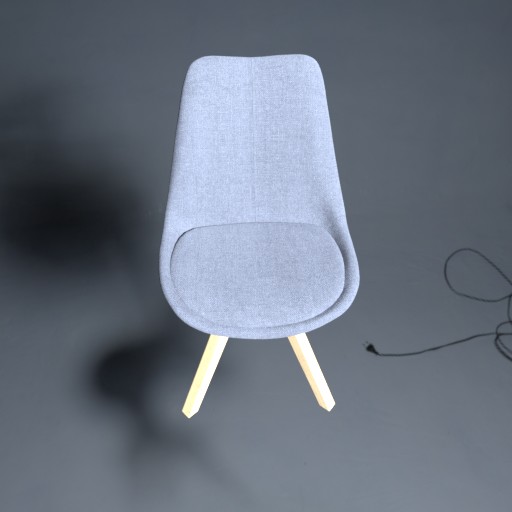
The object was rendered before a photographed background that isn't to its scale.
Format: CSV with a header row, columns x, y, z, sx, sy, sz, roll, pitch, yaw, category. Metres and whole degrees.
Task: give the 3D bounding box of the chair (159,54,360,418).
x,y,z,sx,sy,sz,roll,pitch,yaw,category
0.000,0.000,1.176,0.485,0.850,0.550,-2,44,-2,chair
